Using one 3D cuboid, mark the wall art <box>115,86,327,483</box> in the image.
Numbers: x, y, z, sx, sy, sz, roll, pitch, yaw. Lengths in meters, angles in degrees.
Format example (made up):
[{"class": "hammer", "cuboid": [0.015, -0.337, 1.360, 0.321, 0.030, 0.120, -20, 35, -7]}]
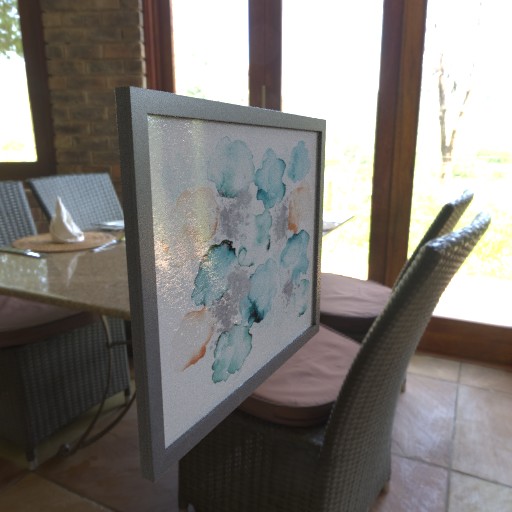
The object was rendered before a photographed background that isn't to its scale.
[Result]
[{"class": "wall art", "cuboid": [0.000, 0.000, 0.882, 0.026, 0.558, 0.660, 7, 15, 29]}]
